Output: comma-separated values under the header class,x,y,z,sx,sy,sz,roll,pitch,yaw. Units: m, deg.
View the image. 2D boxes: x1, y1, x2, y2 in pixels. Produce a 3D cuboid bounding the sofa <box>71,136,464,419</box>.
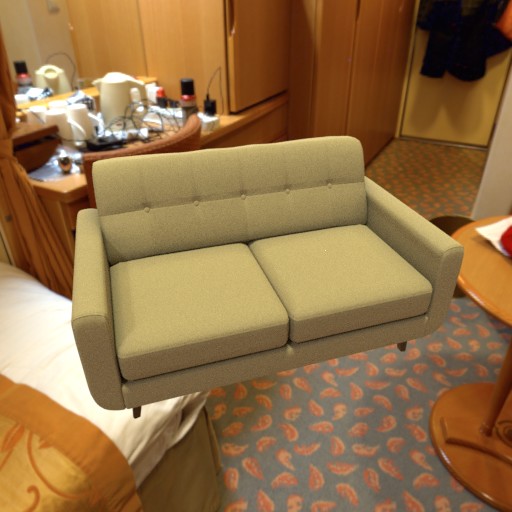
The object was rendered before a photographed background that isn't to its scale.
class,x,y,z,sx,sy,sz,roll,pitch,yaw
sofa,0.000,0.000,2.206,1.655,0.892,0.980,-10,33,-15
